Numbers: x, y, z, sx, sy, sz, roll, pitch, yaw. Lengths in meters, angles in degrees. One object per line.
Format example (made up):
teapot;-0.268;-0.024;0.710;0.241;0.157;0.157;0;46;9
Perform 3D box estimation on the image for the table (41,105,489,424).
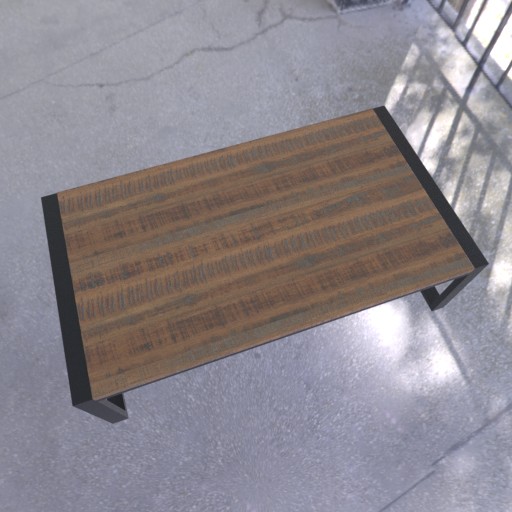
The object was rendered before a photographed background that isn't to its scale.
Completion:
table;0.000;0.000;1.682;1.350;0.400;0.750;-17;64;-9
